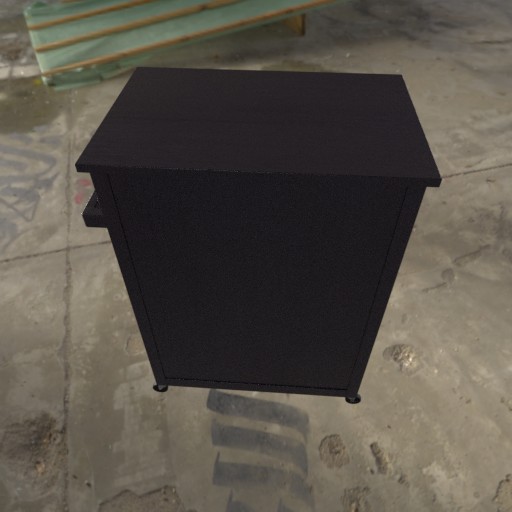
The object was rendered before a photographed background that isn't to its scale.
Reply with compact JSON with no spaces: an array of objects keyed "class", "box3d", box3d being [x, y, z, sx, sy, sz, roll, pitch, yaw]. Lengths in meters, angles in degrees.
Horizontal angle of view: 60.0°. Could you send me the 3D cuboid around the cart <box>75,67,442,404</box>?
[{"class":"cart","box3d":[0.000,0.000,1.260,0.690,0.878,0.449,3,45,3]}]
